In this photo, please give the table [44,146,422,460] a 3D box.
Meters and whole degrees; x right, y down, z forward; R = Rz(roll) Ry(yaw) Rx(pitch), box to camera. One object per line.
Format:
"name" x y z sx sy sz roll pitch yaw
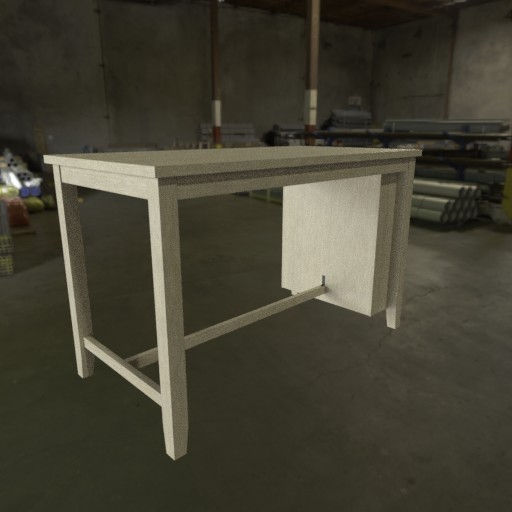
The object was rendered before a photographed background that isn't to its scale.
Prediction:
"table" 0.000 0.000 1.911 1.397 0.874 0.729 -15 22 -42
